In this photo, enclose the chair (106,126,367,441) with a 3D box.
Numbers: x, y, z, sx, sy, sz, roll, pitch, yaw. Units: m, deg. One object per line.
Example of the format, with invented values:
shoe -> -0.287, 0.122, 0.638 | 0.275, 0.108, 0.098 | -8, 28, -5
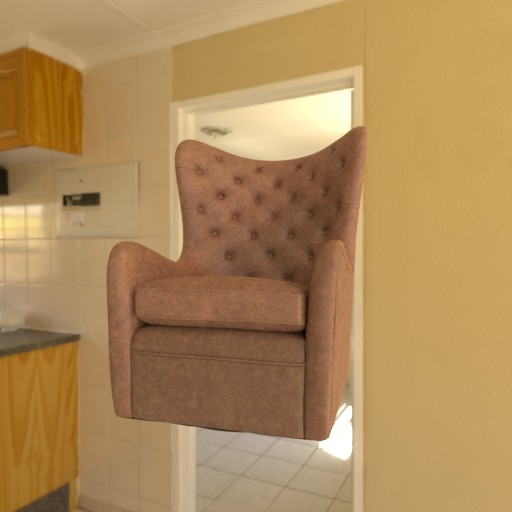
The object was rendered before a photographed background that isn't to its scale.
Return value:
chair -> 0.000, 0.000, 1.744 | 0.831, 1.079, 0.930 | 0, 1, 17
